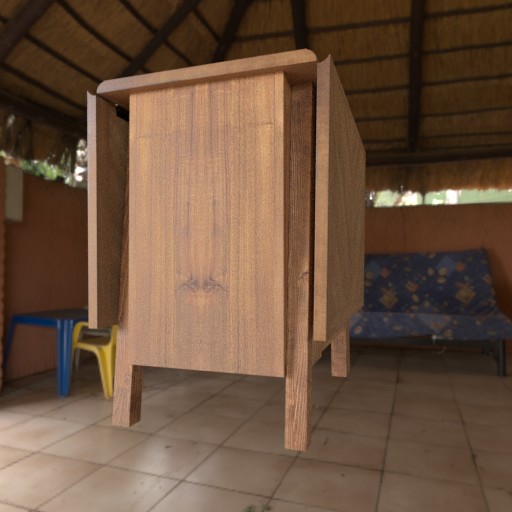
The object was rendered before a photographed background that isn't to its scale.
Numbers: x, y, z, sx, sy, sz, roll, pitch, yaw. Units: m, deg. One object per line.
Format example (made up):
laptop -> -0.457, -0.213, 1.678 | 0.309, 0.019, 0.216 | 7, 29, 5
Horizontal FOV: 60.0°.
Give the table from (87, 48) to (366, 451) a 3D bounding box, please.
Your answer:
table -> 0.000, 0.000, 1.614 | 0.701, 0.981, 0.967 | 0, -1, 19
